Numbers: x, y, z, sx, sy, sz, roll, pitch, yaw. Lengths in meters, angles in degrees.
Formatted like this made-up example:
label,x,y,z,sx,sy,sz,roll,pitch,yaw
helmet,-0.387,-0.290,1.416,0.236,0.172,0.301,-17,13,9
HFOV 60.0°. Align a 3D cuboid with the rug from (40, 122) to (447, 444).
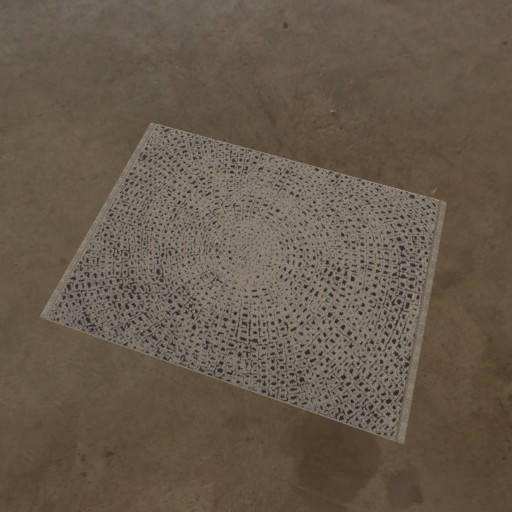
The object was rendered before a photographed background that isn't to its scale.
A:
label,x,y,z,sx,sy,sz,roll,pitch,yaw
rug,0.000,0.000,2.106,1.634,0.003,1.190,17,65,8
